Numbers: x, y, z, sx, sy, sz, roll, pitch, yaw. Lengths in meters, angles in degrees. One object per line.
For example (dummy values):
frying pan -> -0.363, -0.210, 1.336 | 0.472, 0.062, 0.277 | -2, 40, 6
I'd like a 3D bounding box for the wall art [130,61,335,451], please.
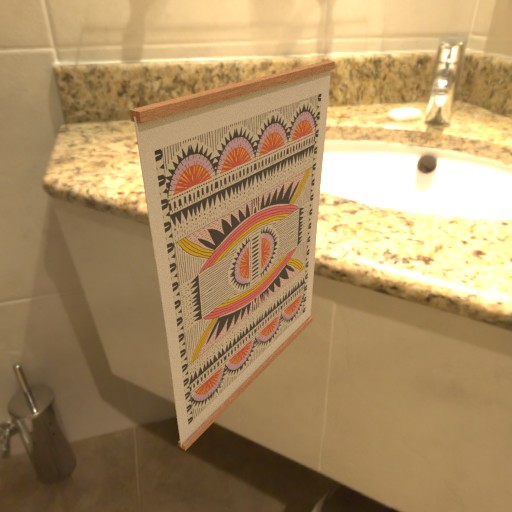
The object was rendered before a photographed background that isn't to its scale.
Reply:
wall art -> 0.000, 0.000, 1.355 | 0.028, 1.016, 0.765 | 21, 38, 31
